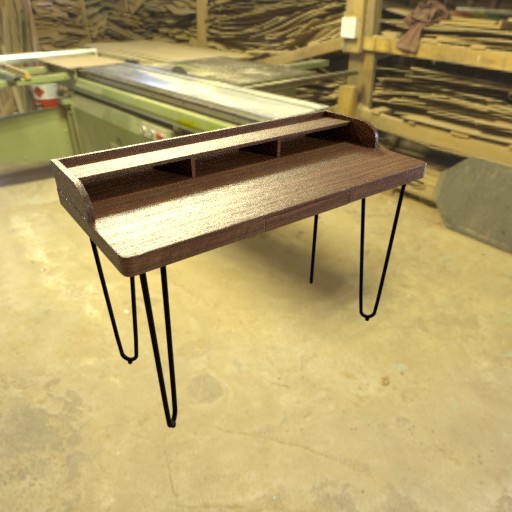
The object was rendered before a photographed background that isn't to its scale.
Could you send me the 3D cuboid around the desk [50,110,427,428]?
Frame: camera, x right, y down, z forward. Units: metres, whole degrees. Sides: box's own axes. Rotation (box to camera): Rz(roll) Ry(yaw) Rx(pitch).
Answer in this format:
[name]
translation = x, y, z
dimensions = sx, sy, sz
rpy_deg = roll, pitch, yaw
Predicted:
[desk]
translation = 0.000, 0.000, 1.723
dimensions = 1.200, 0.854, 0.565
rpy_deg = -20, 36, -31
